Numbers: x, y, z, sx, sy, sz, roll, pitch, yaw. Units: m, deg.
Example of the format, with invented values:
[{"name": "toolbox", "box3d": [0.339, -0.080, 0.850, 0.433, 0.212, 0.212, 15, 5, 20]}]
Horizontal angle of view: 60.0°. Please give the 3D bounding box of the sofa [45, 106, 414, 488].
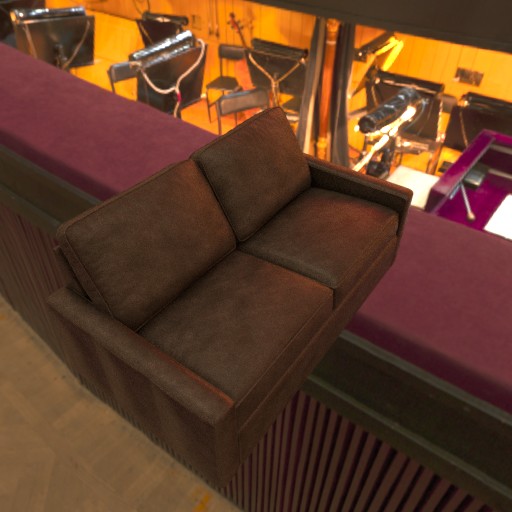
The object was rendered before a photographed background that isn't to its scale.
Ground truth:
[{"name": "sofa", "box3d": [0.000, 0.000, 2.216, 0.939, 0.916, 1.732, 26, 48, 26]}]
